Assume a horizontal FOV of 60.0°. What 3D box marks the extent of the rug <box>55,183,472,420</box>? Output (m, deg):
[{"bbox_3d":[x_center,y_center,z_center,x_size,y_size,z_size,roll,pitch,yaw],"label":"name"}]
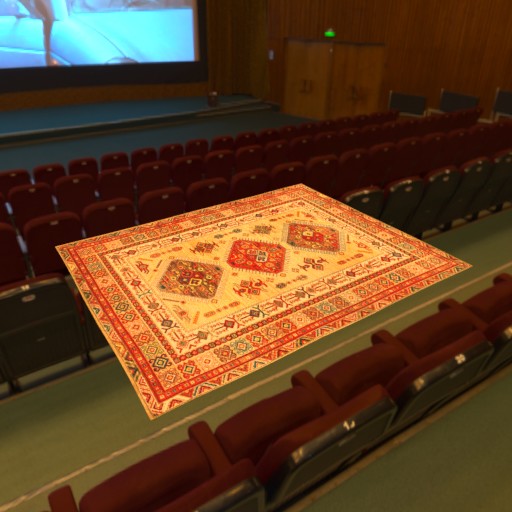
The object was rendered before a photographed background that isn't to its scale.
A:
[{"bbox_3d":[0.000,0.000,4.154,3.067,0.005,2.460,-18,35,-28],"label":"rug"}]
